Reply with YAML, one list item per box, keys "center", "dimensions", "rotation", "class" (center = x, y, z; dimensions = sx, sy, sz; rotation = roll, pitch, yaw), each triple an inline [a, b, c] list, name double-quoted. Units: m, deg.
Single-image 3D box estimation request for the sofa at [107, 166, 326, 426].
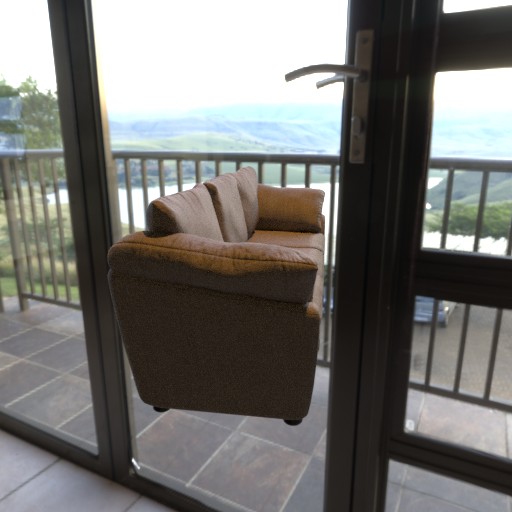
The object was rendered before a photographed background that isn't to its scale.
- center: [0.000, 0.000, 2.833]
  dimensions: [0.878, 0.996, 2.334]
  rotation: [2, 15, 9]
  class: "sofa"
